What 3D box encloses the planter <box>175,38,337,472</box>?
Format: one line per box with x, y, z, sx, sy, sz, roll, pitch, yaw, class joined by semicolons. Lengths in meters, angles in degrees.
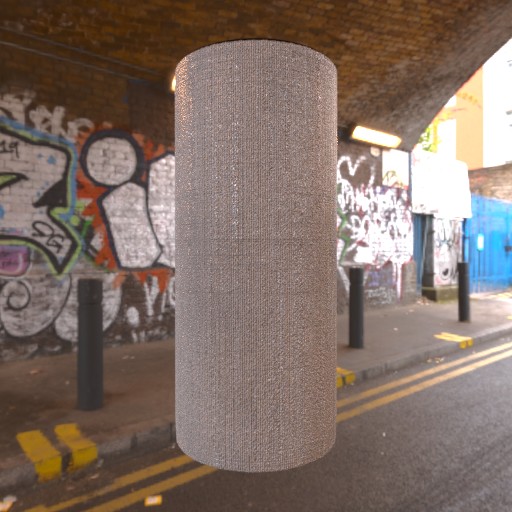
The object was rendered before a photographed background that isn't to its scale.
0.000;0.000;0.126;0.045;0.103;0.045;0;1;0;planter
